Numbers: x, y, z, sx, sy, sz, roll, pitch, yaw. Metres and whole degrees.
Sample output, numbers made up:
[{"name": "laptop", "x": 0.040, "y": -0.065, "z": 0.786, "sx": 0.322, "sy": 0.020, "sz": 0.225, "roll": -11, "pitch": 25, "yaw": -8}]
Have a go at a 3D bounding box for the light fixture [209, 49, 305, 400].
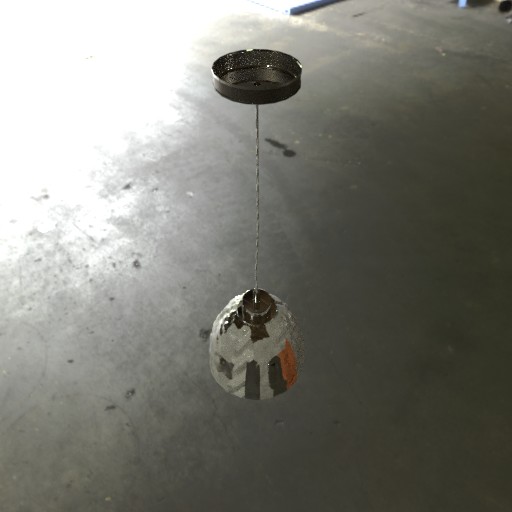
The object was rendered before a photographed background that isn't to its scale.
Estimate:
[{"name": "light fixture", "x": 0.000, "y": 0.000, "z": 1.774, "sx": 0.496, "sy": 1.511, "sz": 0.500, "roll": 24, "pitch": 51, "yaw": 22}]
